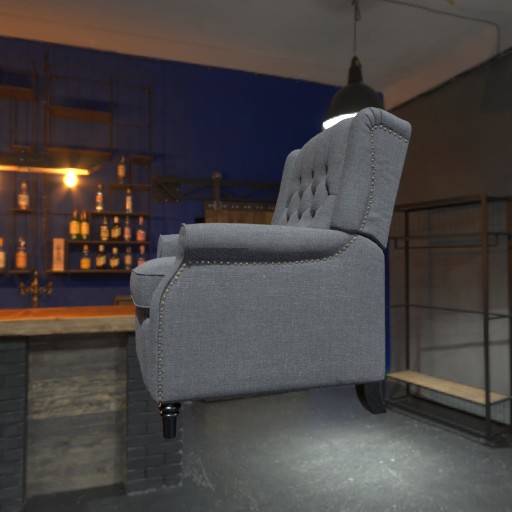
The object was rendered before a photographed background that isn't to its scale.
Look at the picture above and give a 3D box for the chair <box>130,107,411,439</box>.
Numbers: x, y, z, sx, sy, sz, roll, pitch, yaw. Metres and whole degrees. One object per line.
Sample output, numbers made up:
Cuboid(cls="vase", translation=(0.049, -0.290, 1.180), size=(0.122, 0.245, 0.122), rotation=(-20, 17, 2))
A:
Cuboid(cls="chair", translation=(0.000, 0.000, 1.657), size=(0.898, 1.035, 0.742), rotation=(0, 0, -18))
